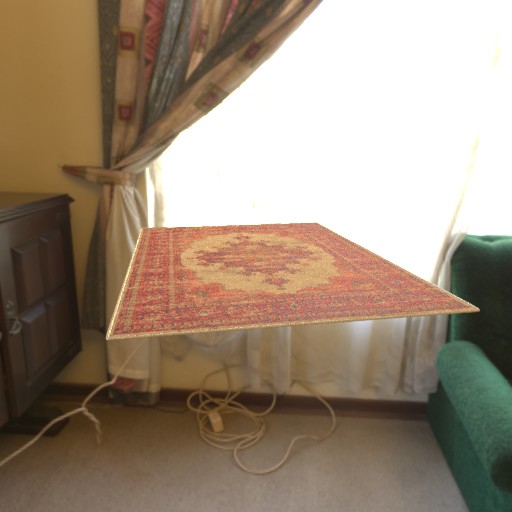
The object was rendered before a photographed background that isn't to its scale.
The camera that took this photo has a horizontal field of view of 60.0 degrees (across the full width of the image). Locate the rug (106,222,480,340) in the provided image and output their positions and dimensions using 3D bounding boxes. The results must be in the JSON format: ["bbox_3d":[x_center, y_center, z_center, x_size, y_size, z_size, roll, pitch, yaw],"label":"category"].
[{"bbox_3d":[0.000,0.000,2.831,1.555,0.011,2.232,-3,15,-10],"label":"rug"}]
